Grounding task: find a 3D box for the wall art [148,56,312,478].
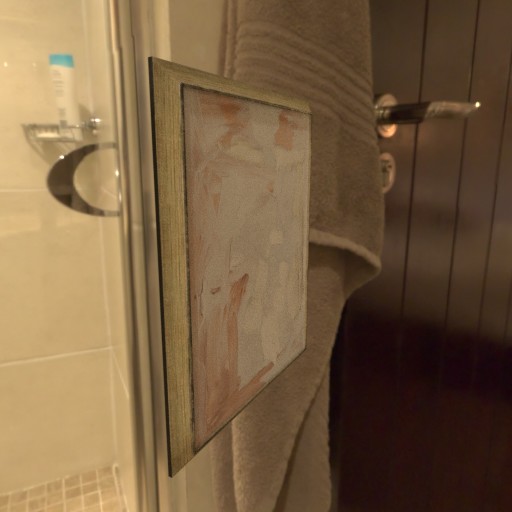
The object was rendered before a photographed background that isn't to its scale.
[{"bbox_3d":[0.000,0.000,0.626,0.023,0.457,0.381,7,14,28],"label":"wall art"}]
